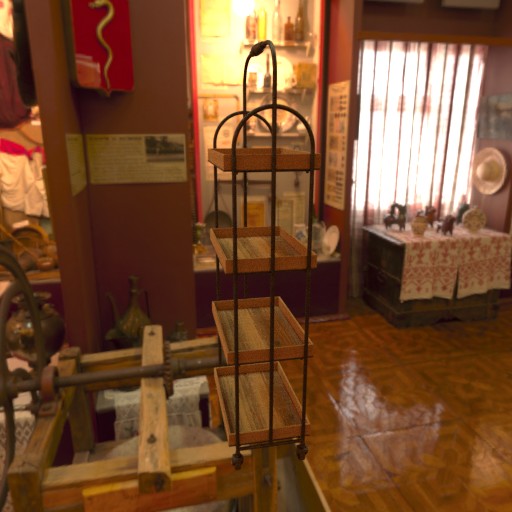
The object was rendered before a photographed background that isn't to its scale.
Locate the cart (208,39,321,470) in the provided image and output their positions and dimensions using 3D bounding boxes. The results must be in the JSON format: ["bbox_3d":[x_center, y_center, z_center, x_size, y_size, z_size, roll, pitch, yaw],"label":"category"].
[{"bbox_3d":[0.000,0.000,1.701,0.308,1.481,0.581,-3,16,-11],"label":"cart"}]
